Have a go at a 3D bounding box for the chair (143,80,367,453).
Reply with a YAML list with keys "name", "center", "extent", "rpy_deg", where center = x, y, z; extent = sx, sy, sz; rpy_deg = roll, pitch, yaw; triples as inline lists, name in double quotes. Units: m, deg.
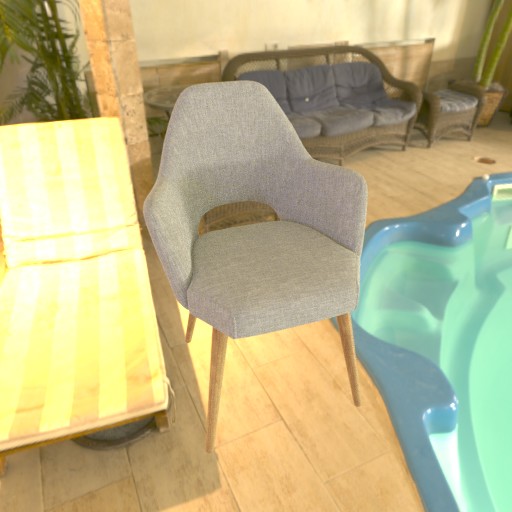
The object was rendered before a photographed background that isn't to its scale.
- name: "chair"
  center: [0.000, 0.000, 1.265]
  extent: [0.590, 0.840, 0.610]
  rpy_deg: [-11, 34, -16]
